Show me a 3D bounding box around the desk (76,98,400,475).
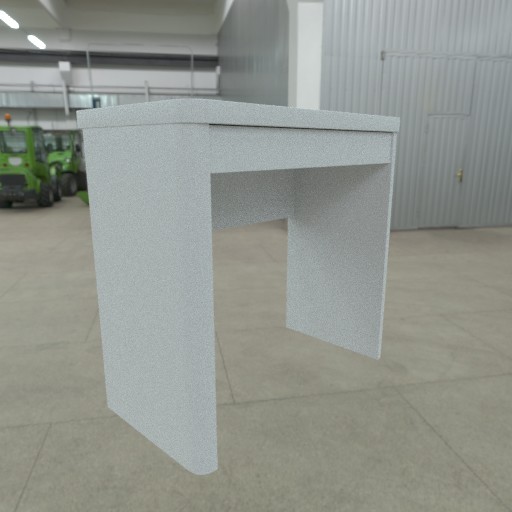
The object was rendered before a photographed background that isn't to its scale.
[{"bbox_3d":[0.000,0.000,1.252,0.446,0.760,0.790,13,19,42],"label":"desk"}]
